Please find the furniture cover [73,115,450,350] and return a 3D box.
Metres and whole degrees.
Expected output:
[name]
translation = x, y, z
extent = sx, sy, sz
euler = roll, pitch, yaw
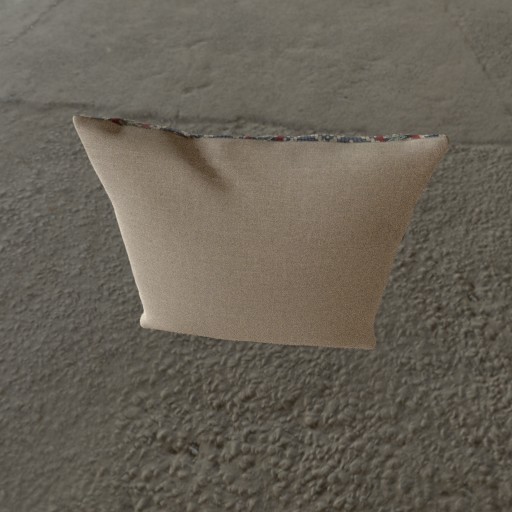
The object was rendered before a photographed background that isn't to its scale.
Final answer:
[furniture cover]
translation = 0.000, 0.000, 0.655
extent = 0.431, 0.431, 0.139
euler = 5, 48, 4
